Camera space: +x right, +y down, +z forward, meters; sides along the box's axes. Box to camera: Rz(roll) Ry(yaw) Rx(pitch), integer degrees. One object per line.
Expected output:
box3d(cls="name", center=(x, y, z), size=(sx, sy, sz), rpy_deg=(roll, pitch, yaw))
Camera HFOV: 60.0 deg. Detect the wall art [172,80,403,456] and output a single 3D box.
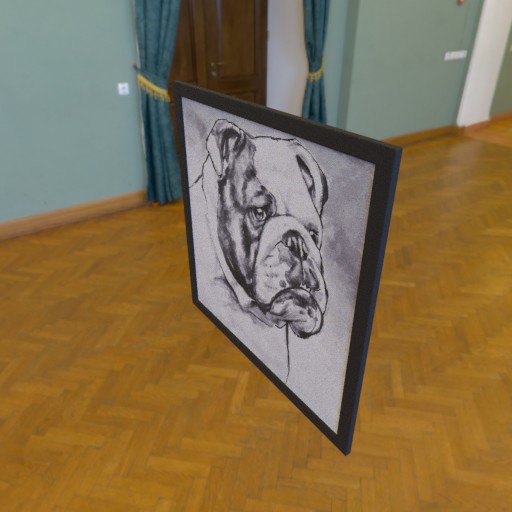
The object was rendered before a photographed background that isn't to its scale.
box3d(cls="wall art", center=(0.000, 0.000, 0.846), size=(0.012, 0.558, 0.562), rpy_deg=(-20, 36, -30))
